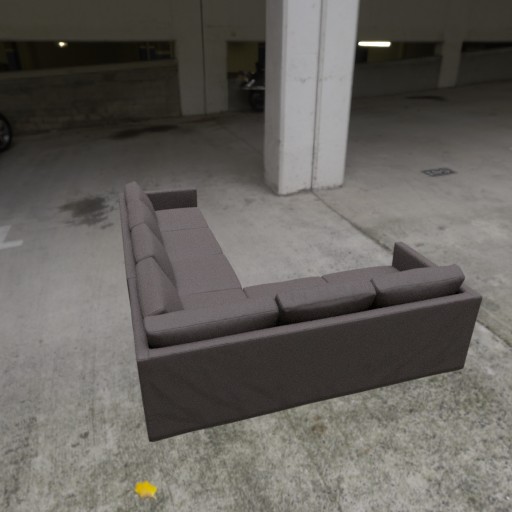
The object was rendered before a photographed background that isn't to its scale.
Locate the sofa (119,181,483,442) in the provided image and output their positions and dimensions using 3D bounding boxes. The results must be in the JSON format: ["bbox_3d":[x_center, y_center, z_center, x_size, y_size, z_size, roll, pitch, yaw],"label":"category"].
[{"bbox_3d":[0.000,0.000,4.304,2.432,0.871,3.182,-8,27,-15],"label":"sofa"}]
